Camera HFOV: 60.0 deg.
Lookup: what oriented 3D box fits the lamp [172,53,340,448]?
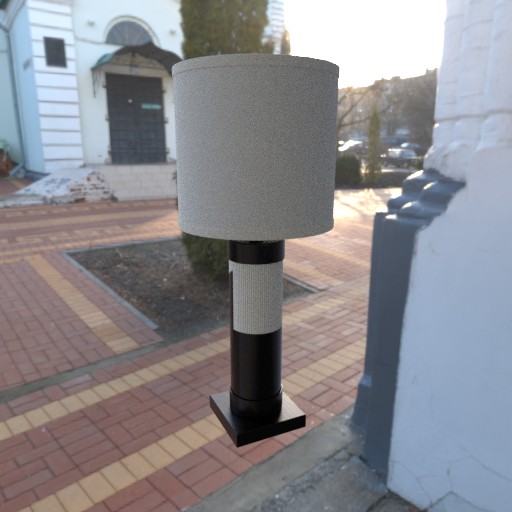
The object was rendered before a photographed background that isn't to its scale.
[{"bbox_3d":[0.000,0.000,0.620,0.211,0.509,0.211,-7,16,-25],"label":"lamp"}]
